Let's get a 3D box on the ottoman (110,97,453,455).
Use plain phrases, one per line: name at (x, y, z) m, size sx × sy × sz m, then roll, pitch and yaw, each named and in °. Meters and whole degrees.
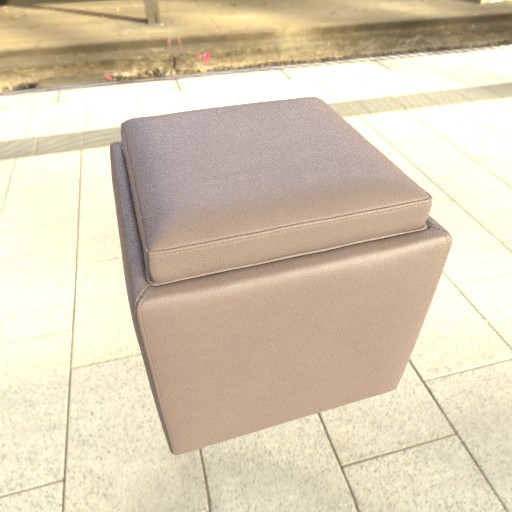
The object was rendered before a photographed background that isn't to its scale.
ottoman at (0.000, 0.000, 0.813) m, size 0.451 × 0.460 × 0.450 m, roll -12°, pitch 42°, yaw -13°
